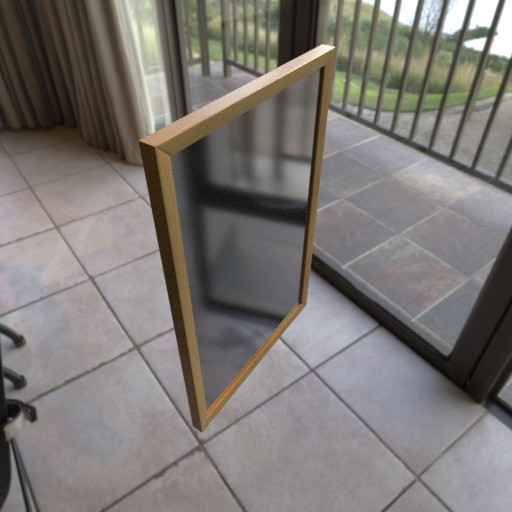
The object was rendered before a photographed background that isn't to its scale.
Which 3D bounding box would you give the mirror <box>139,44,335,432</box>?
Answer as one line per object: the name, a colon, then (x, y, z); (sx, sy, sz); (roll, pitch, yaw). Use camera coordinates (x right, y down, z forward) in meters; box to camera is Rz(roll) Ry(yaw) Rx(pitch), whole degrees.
mirror: (0.000, 0.000, 1.185); (0.040, 0.915, 0.609); (25, 47, 25)
